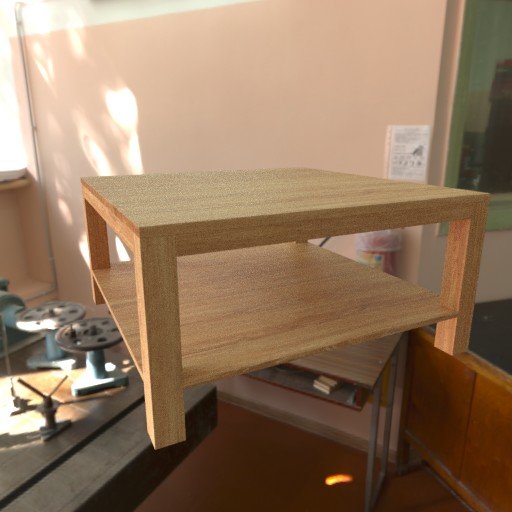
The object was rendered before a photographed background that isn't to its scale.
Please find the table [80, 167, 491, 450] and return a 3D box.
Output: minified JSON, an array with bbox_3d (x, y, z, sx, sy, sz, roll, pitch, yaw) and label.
[{"bbox_3d":[0.000,0.000,1.394,0.900,0.450,0.900,-8,18,-26],"label":"table"}]
